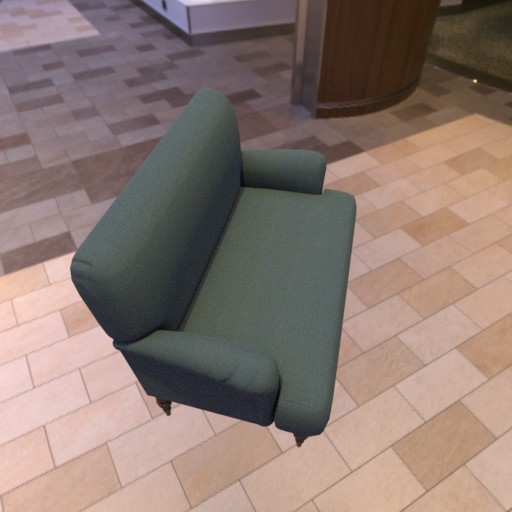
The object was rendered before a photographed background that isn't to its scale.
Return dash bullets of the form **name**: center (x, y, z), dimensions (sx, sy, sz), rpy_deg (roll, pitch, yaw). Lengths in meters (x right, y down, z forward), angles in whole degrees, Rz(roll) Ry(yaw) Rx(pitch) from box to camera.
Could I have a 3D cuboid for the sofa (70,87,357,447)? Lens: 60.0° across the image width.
- **sofa**: center (0.000, 0.000, 1.832), dimensions (0.779, 0.889, 1.297), rpy_deg (10, 46, 10)
